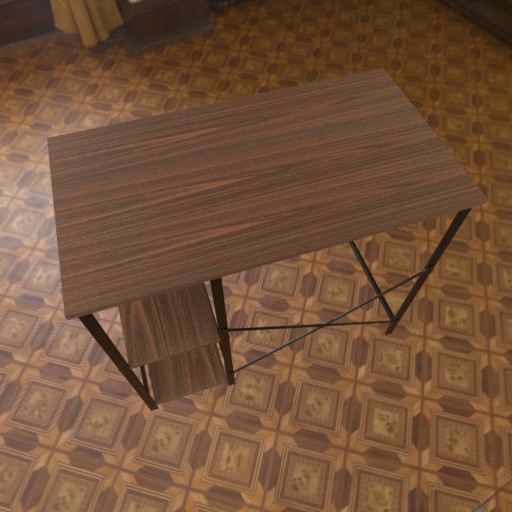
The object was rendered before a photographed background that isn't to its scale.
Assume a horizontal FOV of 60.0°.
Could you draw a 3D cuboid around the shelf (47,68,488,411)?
[{"bbox_3d":[0.000,0.000,1.332,0.902,0.750,0.498,-15,58,-10],"label":"shelf"}]
